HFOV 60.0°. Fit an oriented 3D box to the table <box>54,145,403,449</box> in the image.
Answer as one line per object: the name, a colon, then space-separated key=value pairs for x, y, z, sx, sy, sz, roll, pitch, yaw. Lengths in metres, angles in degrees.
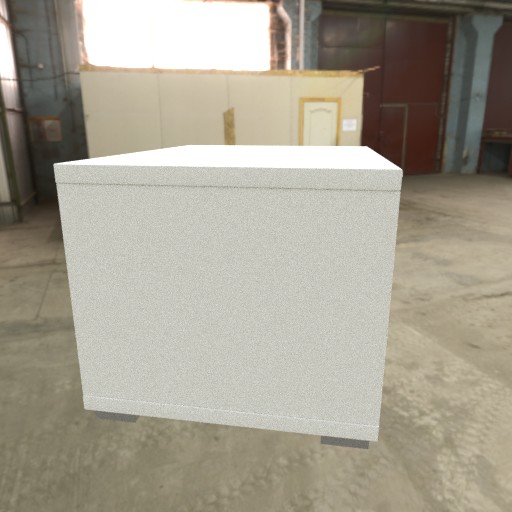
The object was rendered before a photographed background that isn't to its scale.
table: x=0.000 y=0.000 z=0.786 sx=0.399 sy=0.357 sz=0.517 roll=3 pitch=17 yaw=9
